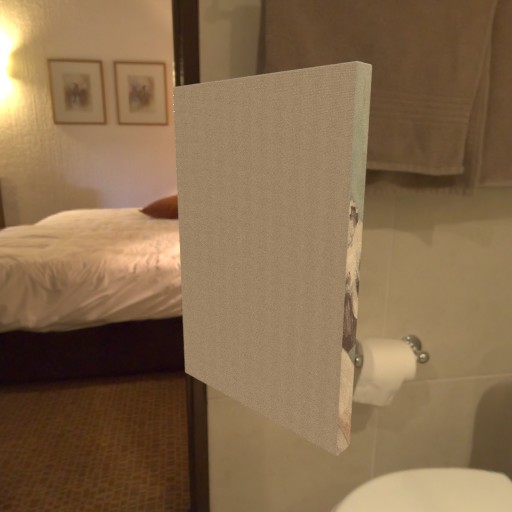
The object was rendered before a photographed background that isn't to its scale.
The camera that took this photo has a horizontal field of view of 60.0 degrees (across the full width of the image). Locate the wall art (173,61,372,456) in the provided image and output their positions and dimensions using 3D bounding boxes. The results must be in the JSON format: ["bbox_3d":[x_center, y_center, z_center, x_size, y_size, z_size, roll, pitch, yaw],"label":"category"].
[{"bbox_3d":[0.000,0.000,1.209,0.609,0.911,0.061,13,19,42],"label":"wall art"}]
